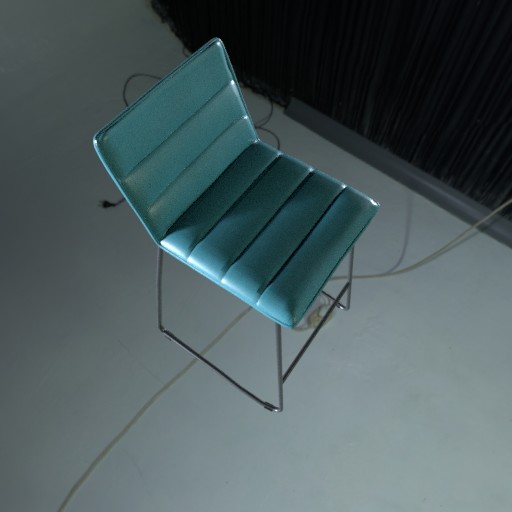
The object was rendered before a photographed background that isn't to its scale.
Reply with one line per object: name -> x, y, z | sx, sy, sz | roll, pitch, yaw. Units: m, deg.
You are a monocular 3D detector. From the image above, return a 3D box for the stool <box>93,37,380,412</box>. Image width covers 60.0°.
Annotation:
stool -> 0.000, 0.000, 1.229 | 0.524, 0.936, 0.489 | 32, 65, 17
